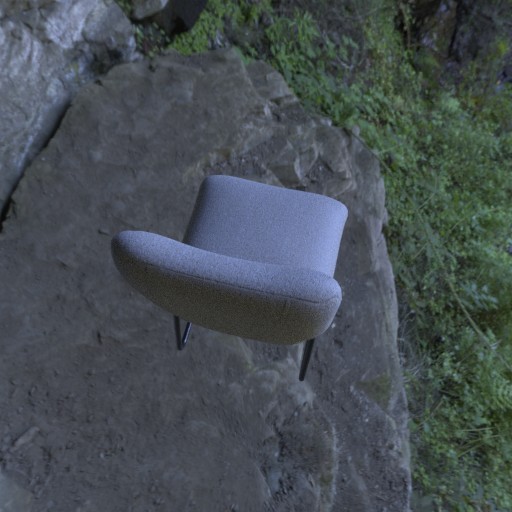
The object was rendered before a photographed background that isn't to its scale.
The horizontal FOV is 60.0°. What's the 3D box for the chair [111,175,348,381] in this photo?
[{"bbox_3d":[0.000,0.000,1.197,0.448,0.864,0.560,13,65,6],"label":"chair"}]
